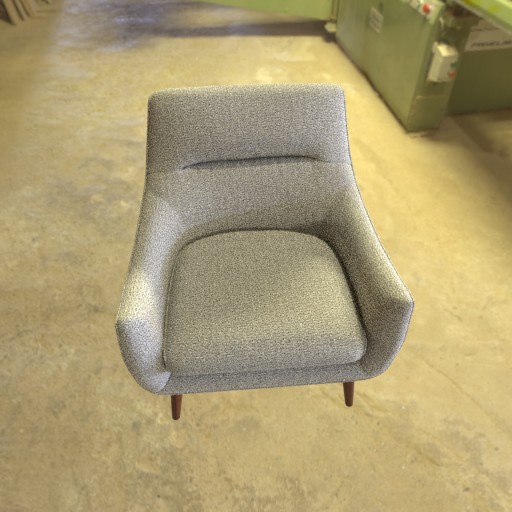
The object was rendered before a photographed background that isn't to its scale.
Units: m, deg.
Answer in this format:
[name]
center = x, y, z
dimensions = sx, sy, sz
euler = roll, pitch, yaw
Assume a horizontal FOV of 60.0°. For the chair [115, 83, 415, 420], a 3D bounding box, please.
[chair]
center = 0.000, 0.000, 1.442
dimensions = 0.762, 0.838, 0.787
euler = -3, 45, -3
